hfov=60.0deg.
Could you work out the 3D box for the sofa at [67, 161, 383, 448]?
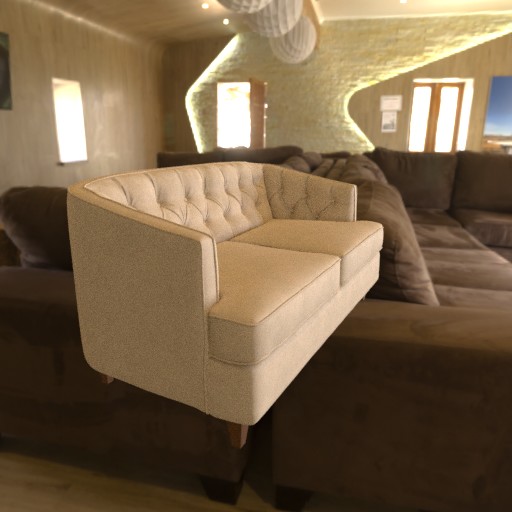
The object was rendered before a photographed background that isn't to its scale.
[{"bbox_3d":[0.000,0.000,2.252,0.940,0.878,1.731,8,17,27],"label":"sofa"}]
